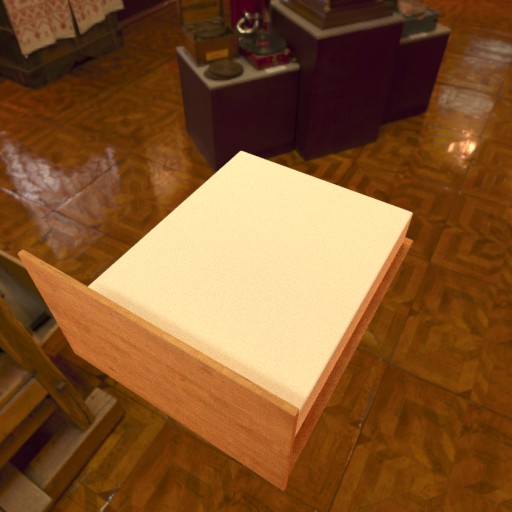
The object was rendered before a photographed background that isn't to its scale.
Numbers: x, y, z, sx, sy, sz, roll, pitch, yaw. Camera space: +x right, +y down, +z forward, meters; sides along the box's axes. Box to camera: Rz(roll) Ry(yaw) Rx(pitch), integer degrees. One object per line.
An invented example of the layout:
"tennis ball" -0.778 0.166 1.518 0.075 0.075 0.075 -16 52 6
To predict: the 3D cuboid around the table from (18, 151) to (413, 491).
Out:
"table" 0.000 0.000 3.092 1.707 1.041 2.149 24 52 21
